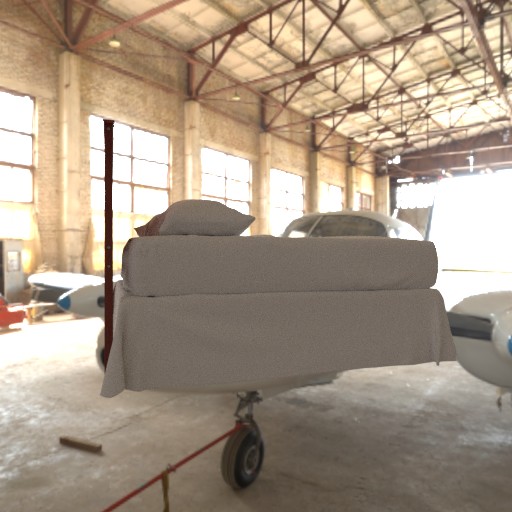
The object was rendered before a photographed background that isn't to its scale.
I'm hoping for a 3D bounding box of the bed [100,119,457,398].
[{"bbox_3d":[0.000,0.000,3.143,2.050,1.270,1.870,0,0,-18],"label":"bed"}]
